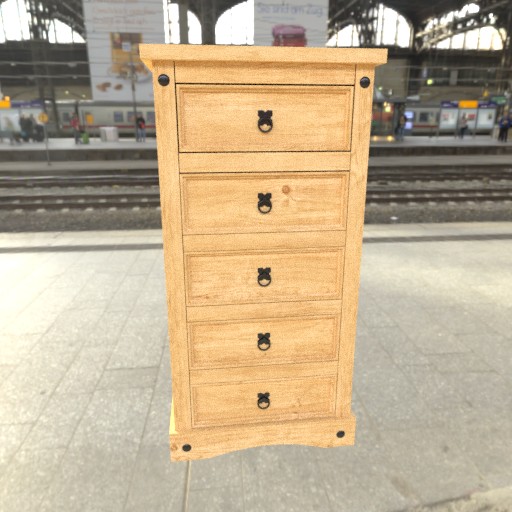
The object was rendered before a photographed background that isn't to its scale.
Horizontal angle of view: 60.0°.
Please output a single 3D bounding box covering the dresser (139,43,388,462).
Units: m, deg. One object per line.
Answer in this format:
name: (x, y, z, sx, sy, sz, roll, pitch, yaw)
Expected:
dresser: (0.000, 0.000, 1.271, 0.531, 1.041, 0.390, -2, 17, -7)
